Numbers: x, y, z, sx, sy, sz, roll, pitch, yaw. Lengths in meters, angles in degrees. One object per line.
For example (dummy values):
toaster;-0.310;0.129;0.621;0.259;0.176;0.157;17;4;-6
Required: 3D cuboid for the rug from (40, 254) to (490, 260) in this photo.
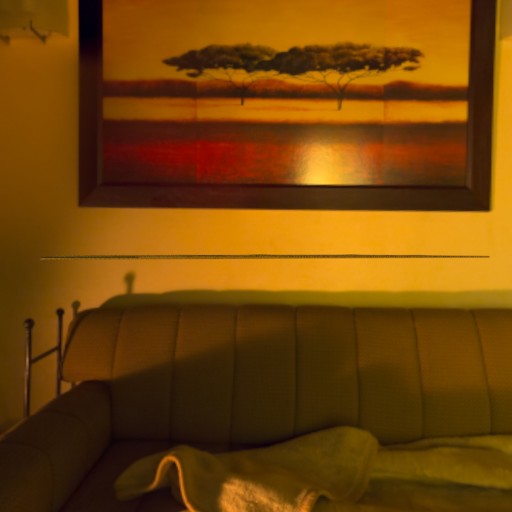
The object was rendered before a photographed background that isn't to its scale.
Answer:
rug;0.000;0.000;2.974;2.436;0.015;1.521;0;0;-19
